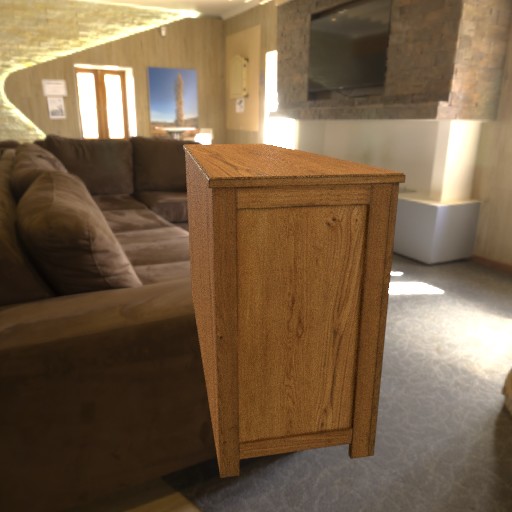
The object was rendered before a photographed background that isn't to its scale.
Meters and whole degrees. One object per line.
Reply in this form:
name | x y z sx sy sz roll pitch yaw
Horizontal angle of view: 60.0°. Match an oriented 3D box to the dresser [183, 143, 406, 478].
dresser | 0.000 0.000 2.060 0.563 0.932 1.657 -3 17 -11
